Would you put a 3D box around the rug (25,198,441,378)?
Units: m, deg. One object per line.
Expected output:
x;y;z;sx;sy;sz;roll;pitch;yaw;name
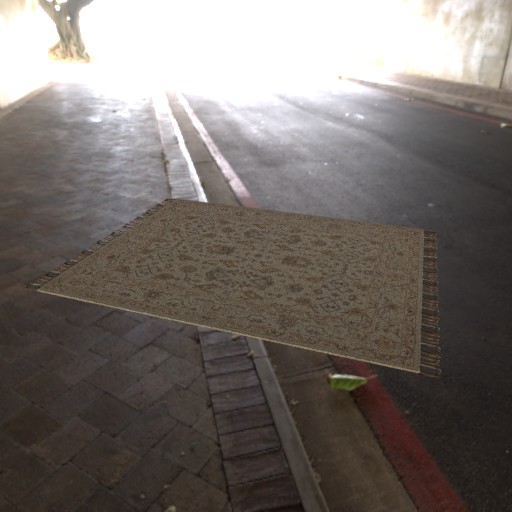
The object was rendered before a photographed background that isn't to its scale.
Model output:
0.000;0.000;2.235;1.726;0.009;1.278;9;28;17;rug
